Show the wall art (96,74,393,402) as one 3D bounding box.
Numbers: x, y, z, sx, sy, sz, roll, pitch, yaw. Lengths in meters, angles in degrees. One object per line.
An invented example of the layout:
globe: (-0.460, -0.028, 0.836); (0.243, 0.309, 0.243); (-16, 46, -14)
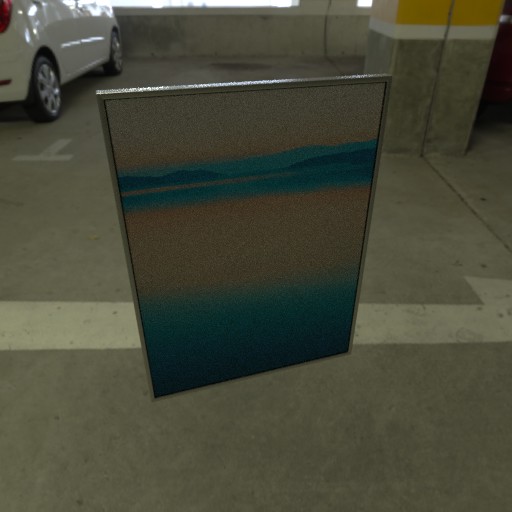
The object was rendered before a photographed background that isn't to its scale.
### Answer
wall art: (0.000, 0.000, 1.435); (0.801, 1.062, 0.037); (-9, 32, -15)
